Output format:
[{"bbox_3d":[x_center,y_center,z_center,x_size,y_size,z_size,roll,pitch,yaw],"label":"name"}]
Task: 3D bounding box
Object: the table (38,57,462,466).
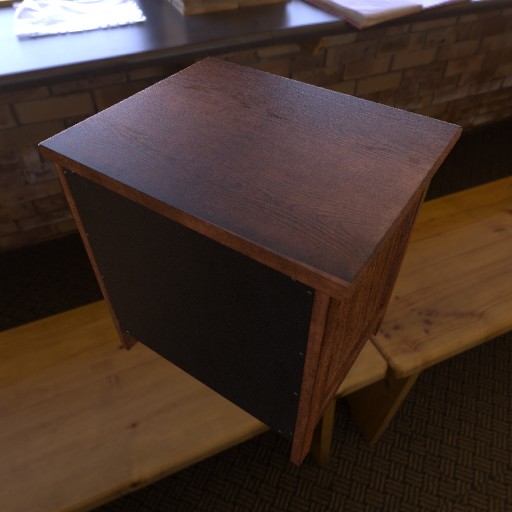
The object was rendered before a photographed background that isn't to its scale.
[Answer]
[{"bbox_3d":[0.000,0.000,0.980,0.586,0.597,0.461,26,50,24],"label":"table"}]
